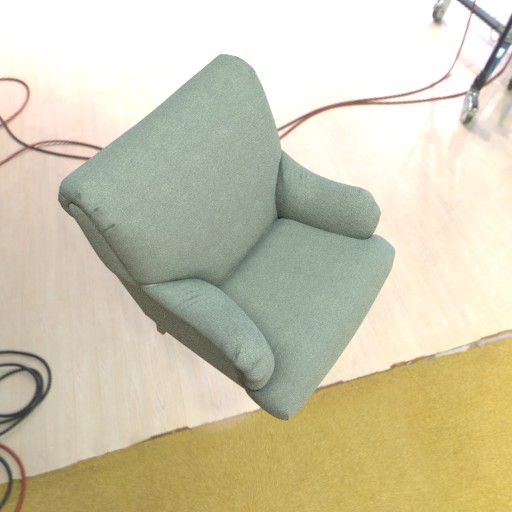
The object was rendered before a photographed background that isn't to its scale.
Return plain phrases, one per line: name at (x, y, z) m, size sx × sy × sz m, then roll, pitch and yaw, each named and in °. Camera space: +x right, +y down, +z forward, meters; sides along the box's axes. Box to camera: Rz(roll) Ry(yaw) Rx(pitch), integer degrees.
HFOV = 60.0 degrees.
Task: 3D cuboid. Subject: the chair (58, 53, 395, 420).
chair at (0.000, 0.000, 1.965) m, size 1.060 × 1.178 × 0.964 m, roll 32°, pitch 64°, yaw 18°
